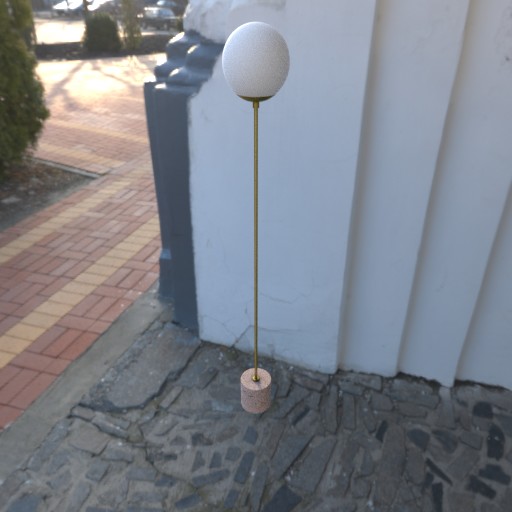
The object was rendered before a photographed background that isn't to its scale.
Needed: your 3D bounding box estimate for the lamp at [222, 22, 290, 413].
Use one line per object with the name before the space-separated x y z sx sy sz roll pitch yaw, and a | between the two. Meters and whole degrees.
lamp | 0.000 0.000 1.870 0.229 1.748 0.229 20 35 31
